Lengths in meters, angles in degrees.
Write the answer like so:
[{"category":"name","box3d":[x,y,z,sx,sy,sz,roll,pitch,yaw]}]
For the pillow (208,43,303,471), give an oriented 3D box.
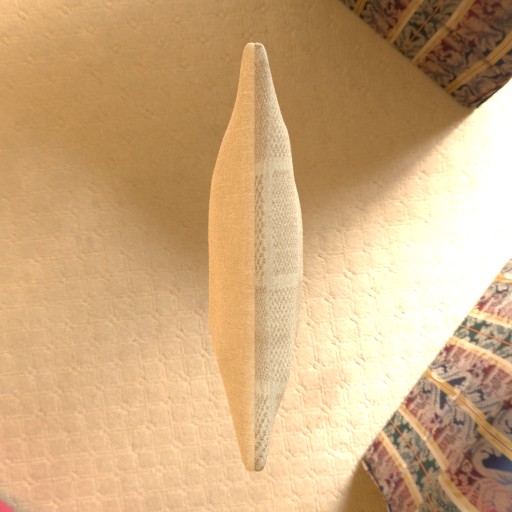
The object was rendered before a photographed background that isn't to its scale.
[{"category":"pillow","box3d":[0.000,0.000,0.659,0.138,0.432,0.436,0,91,0]}]
